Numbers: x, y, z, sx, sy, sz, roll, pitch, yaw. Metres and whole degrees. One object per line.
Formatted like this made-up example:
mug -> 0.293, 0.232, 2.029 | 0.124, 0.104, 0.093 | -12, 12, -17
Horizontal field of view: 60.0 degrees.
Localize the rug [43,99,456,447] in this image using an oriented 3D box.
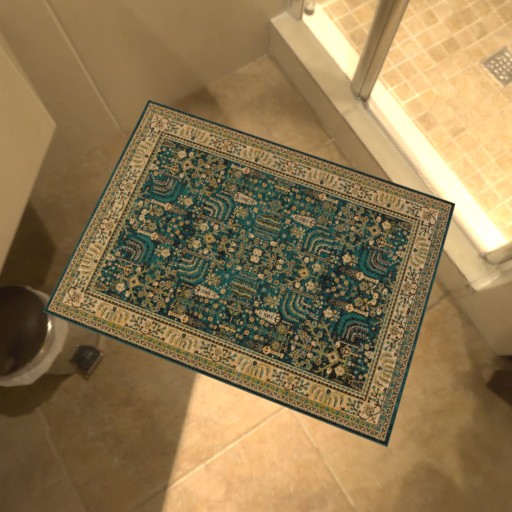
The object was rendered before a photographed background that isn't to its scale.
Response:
rug -> 0.000, 0.000, 2.831 | 2.213, 0.013, 1.594 | 20, 76, 5
